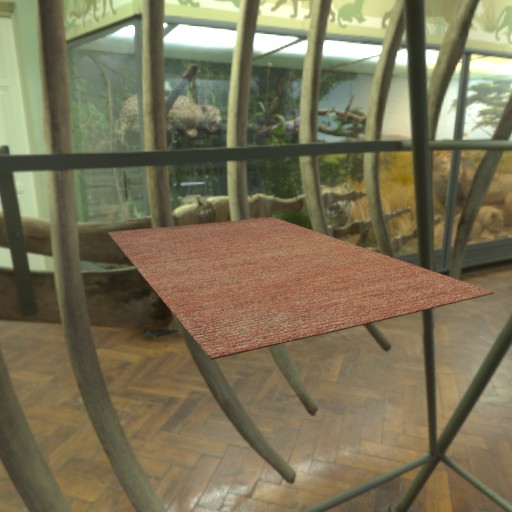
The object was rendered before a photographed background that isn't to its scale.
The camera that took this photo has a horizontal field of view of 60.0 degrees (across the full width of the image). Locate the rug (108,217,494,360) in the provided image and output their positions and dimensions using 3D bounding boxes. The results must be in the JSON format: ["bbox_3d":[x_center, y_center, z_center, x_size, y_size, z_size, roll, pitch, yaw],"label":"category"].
[{"bbox_3d":[0.000,0.000,2.175,1.139,0.011,1.747,-8,17,-25],"label":"rug"}]
